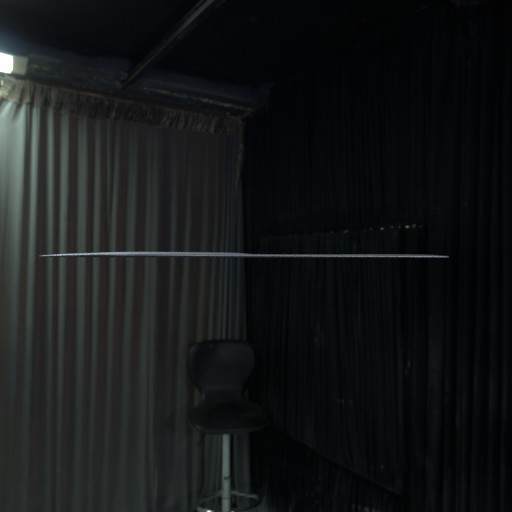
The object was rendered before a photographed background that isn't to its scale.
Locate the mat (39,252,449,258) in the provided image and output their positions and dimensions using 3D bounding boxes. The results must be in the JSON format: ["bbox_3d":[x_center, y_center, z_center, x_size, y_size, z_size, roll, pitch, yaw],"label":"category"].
[{"bbox_3d":[0.000,0.000,1.827,1.524,0.013,0.918,0,-1,-37],"label":"mat"}]
